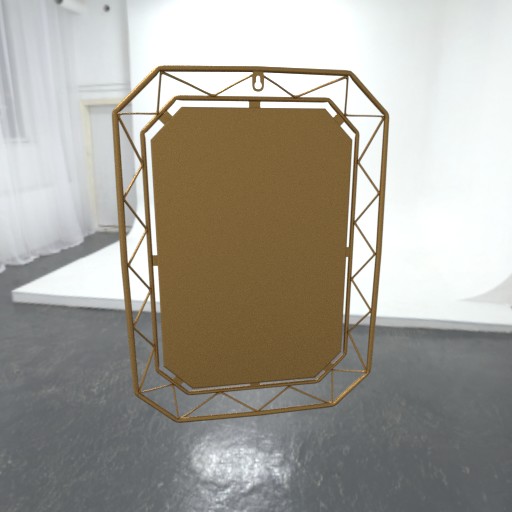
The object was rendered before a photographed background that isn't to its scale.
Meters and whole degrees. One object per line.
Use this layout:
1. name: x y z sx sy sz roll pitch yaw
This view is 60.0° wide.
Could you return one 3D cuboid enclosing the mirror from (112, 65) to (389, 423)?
1. mirror: 0.000 0.000 0.716 0.417 0.566 0.042 -3 15 -10
